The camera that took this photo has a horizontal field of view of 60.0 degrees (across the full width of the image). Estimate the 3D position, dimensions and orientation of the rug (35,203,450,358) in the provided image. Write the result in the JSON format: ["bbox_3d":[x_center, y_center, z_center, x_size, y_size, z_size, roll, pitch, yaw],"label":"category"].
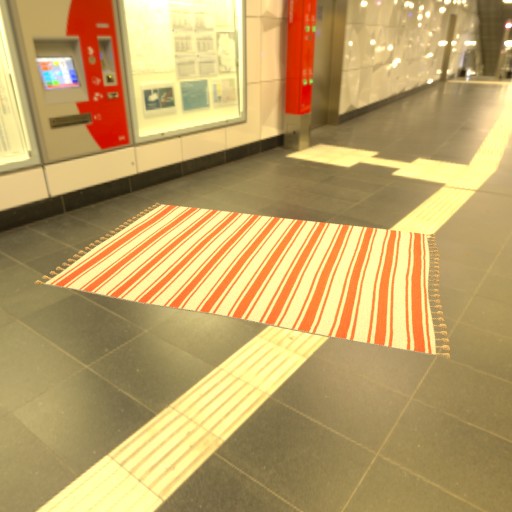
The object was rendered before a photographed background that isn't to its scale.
[{"bbox_3d":[0.000,0.000,3.083,2.433,0.022,1.556,8,27,16],"label":"rug"}]
